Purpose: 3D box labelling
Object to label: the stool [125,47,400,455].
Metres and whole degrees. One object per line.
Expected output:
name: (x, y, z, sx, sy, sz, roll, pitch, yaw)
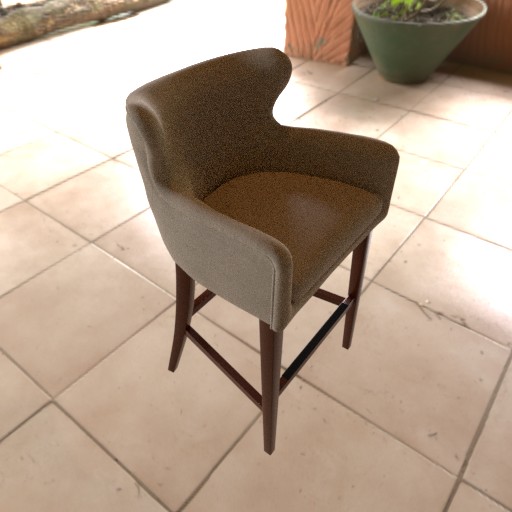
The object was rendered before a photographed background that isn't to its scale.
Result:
stool: (0.000, 0.000, 1.337, 0.563, 1.034, 0.556, 26, 48, 27)
